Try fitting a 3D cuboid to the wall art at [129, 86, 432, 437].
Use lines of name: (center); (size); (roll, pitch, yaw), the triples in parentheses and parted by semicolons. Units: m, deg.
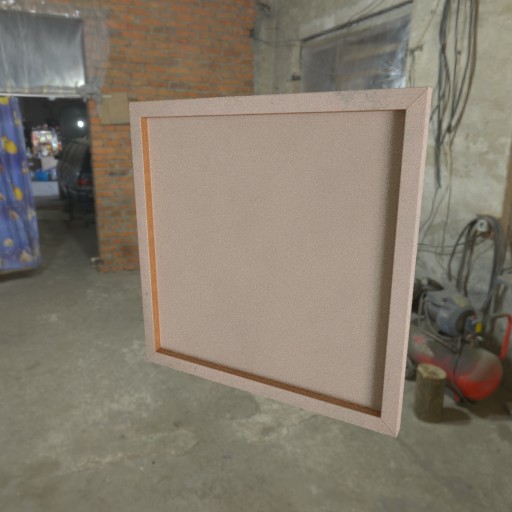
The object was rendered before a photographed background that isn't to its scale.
wall art: (0.000, 0.000, 1.120); (0.762, 0.762, 0.038); (8, 17, 28)
